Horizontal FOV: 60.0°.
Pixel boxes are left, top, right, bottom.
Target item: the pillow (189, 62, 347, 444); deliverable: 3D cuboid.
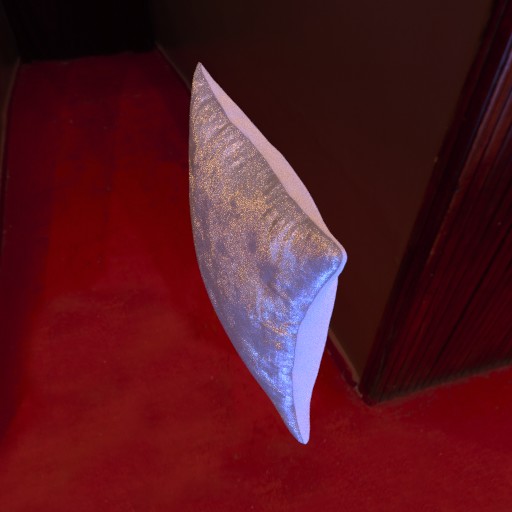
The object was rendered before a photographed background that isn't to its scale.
[{"bbox_3d":[0.000,0.000,0.734,0.175,0.464,0.470,-15,48,-14],"label":"pillow"}]
